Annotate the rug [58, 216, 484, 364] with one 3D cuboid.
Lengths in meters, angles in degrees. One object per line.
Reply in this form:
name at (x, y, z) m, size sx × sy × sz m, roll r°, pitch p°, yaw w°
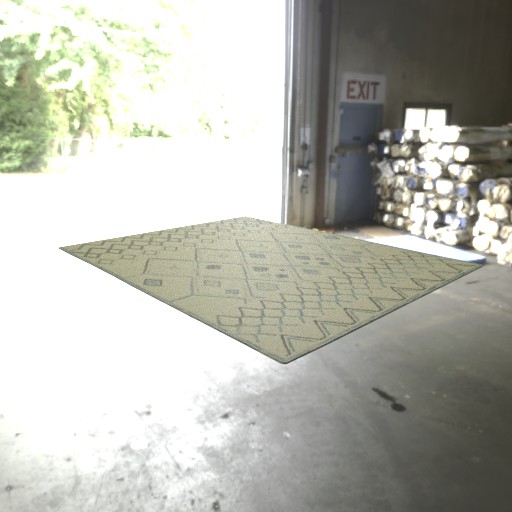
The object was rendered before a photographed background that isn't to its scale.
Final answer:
rug at (0.000, 0.000, 4.034) m, size 2.441 × 0.013 × 3.056 m, roll -14°, pitch 21°, yaw -41°
